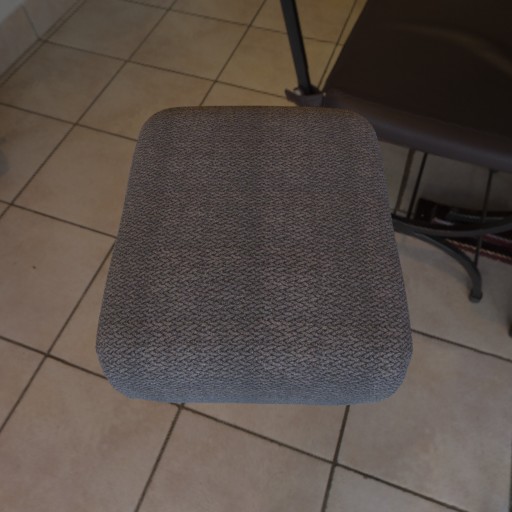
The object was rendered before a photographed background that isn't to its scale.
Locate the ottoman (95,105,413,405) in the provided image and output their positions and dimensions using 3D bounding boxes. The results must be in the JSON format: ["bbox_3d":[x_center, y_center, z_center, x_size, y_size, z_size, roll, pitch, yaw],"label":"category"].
[{"bbox_3d":[0.000,0.000,1.124,0.622,0.450,0.747,1,58,0],"label":"ottoman"}]
